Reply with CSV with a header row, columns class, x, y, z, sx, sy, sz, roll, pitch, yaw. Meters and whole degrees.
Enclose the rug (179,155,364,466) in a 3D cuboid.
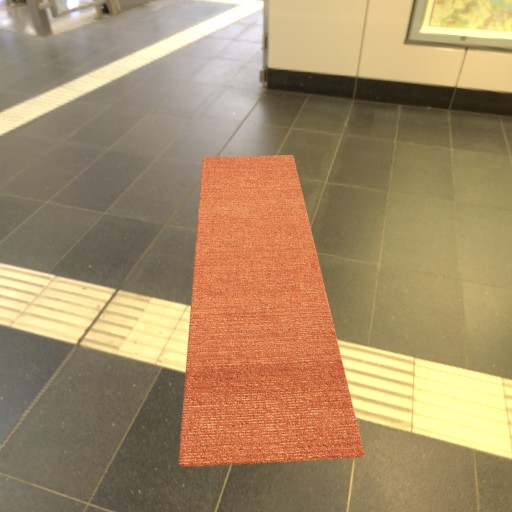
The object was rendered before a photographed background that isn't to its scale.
class,x,y,z,sx,sy,sz,roll,pitch,yaw
rug,0.000,0.000,2.494,0.687,0.012,2.307,-2,41,-2
